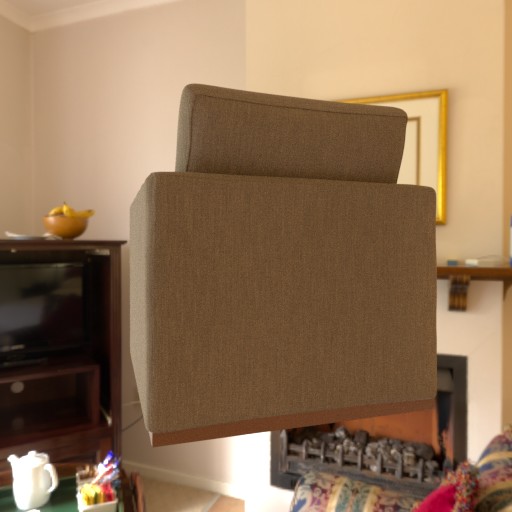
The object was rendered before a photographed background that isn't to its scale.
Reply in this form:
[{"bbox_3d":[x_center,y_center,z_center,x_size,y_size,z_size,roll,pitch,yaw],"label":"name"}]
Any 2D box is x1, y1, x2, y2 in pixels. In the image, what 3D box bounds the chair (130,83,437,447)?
[{"bbox_3d":[0.000,0.000,1.436,0.763,0.811,0.834,0,1,-18],"label":"chair"}]
